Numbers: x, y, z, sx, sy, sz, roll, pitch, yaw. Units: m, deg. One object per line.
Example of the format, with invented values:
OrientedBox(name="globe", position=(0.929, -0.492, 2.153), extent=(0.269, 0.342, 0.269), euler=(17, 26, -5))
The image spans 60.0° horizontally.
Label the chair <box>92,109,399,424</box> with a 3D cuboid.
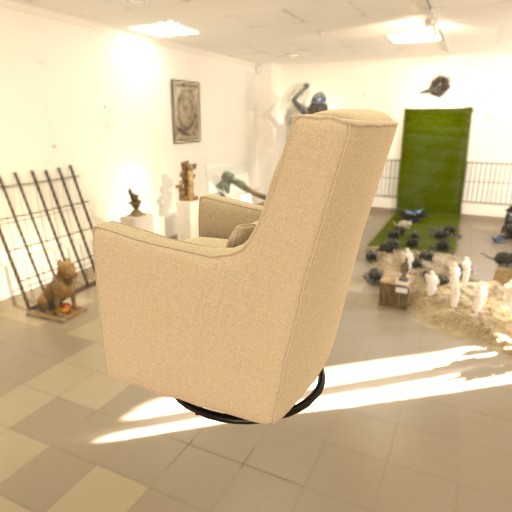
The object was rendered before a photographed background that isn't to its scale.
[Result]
OrientedBox(name="chair", position=(0.000, 0.000, 1.588), extent=(0.879, 0.993, 0.732), euler=(8, 19, 24))
